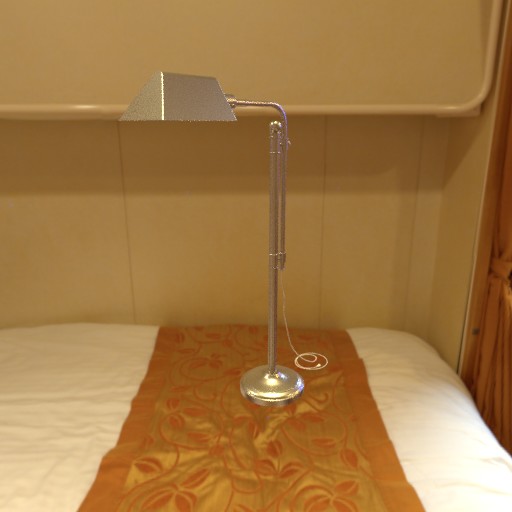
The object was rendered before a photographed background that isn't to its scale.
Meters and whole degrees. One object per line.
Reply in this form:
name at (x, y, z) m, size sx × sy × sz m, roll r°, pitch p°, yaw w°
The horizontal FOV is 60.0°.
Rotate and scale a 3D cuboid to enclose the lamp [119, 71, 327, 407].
lamp at (0.000, 0.000, 0.962) m, size 0.159 × 0.708 × 0.546 m, roll 15°, pitch 22°, yaw 41°
